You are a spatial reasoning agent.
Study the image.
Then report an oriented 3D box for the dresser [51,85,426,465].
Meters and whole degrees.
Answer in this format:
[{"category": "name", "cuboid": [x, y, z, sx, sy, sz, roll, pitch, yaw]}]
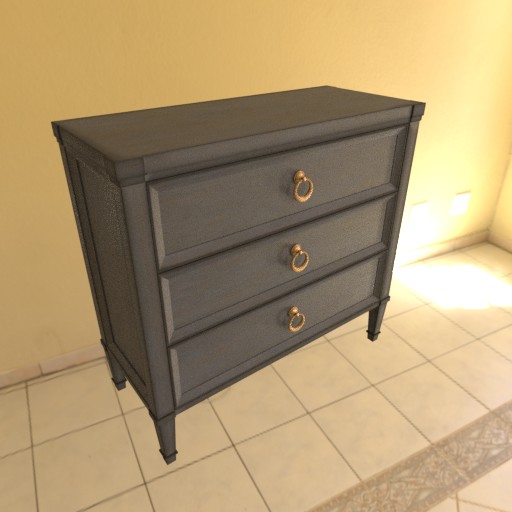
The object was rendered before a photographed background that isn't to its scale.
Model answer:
[{"category": "dresser", "cuboid": [0.000, 0.000, 1.561, 1.049, 0.986, 0.463, -20, 35, -32]}]
